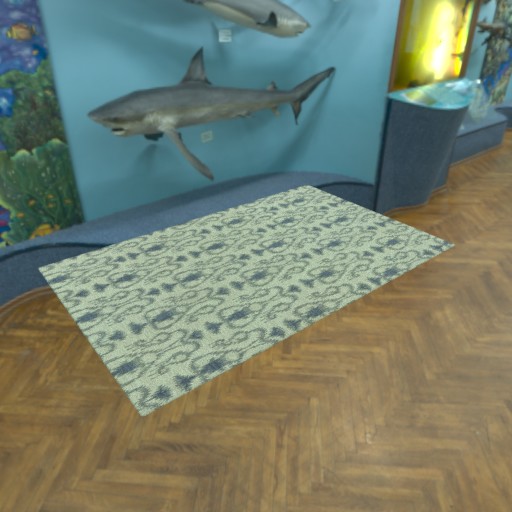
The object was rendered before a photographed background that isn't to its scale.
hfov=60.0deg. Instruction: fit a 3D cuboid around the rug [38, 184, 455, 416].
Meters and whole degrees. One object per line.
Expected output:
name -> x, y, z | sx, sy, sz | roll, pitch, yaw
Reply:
rug -> 0.000, 0.000, 2.057 | 1.652, 0.006, 1.035 | -22, 36, -33
